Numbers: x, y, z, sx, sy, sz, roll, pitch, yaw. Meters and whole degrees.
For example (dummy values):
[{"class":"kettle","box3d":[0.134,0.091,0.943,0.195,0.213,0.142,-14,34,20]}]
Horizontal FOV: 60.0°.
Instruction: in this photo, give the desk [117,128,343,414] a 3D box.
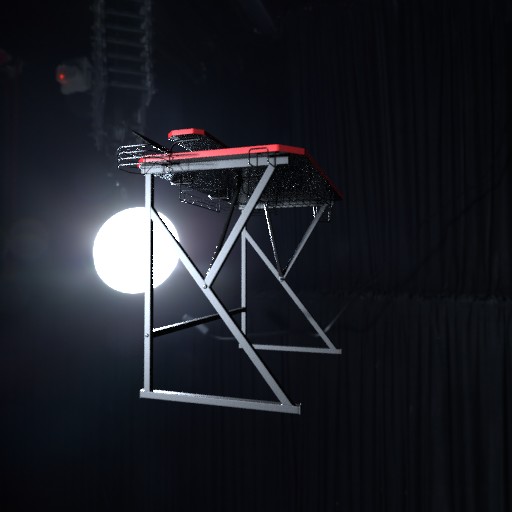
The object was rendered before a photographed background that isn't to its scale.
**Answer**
[{"class":"desk","box3d":[0.000,0.000,1.775,0.588,0.913,1.280,0,-2,18]}]
